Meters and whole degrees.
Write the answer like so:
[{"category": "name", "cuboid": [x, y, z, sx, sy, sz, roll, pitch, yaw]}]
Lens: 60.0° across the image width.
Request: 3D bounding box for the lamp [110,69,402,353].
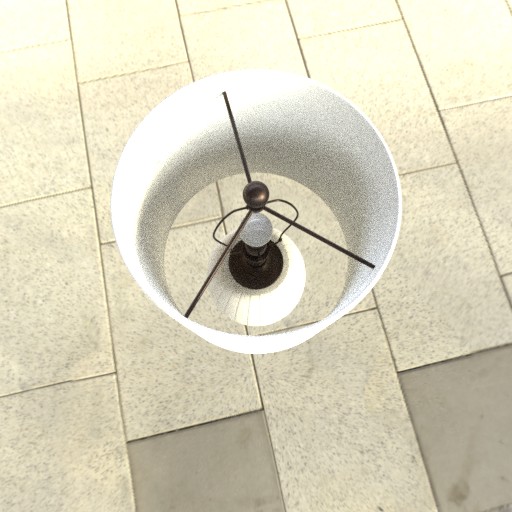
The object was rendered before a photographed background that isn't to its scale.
[{"category": "lamp", "cuboid": [0.000, 0.000, 0.760, 0.328, 0.570, 0.328, 0, 75, 0]}]
